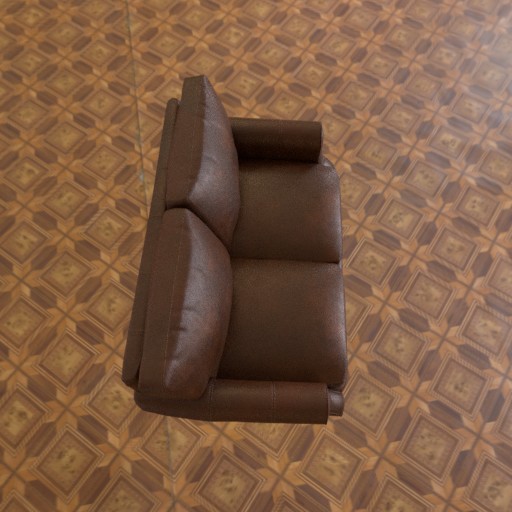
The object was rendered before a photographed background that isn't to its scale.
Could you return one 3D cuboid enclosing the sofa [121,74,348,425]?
[{"bbox_3d":[0.000,0.000,2.264,0.990,0.976,1.616,2,65,1],"label":"sofa"}]
